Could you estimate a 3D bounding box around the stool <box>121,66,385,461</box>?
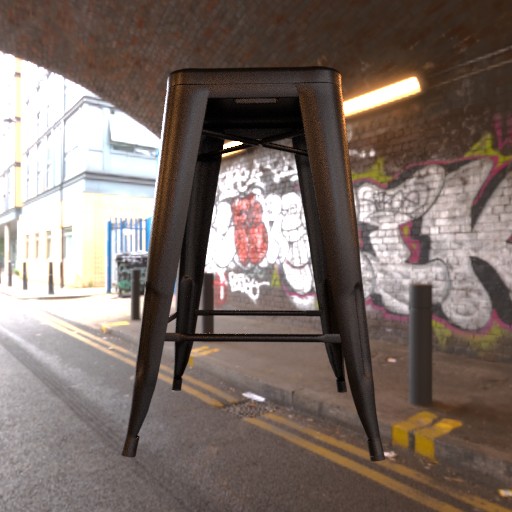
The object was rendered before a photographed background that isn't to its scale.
[{"bbox_3d":[0.000,0.000,0.835,0.399,0.609,0.359,0,0,2],"label":"stool"}]
